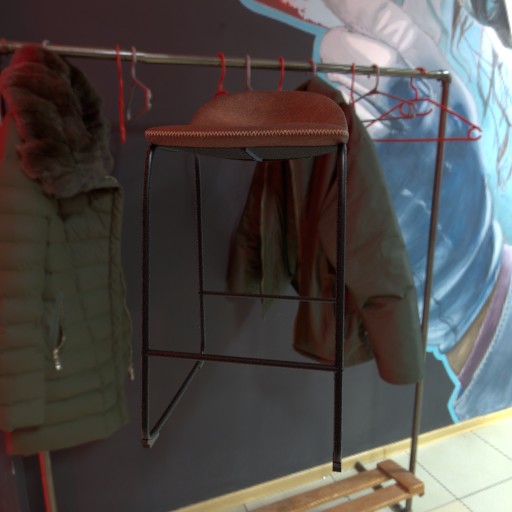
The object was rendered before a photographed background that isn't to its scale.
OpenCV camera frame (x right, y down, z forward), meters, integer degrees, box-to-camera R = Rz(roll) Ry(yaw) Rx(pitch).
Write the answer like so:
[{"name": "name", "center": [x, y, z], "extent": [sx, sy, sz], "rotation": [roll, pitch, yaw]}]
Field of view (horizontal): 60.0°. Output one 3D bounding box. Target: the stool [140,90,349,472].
[{"name": "stool", "center": [0.000, 0.000, 1.107], "extent": [0.454, 0.830, 0.473], "rotation": [2, 14, 10]}]
